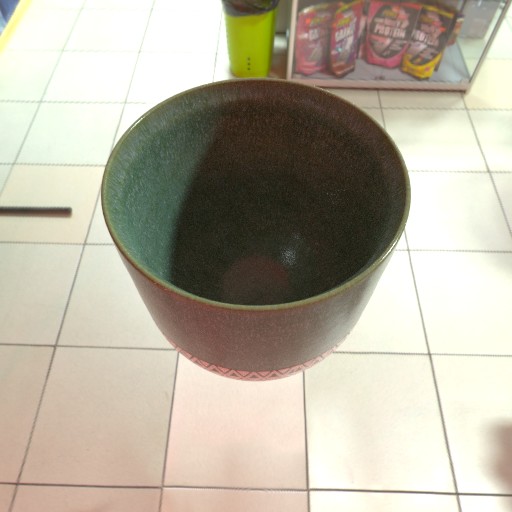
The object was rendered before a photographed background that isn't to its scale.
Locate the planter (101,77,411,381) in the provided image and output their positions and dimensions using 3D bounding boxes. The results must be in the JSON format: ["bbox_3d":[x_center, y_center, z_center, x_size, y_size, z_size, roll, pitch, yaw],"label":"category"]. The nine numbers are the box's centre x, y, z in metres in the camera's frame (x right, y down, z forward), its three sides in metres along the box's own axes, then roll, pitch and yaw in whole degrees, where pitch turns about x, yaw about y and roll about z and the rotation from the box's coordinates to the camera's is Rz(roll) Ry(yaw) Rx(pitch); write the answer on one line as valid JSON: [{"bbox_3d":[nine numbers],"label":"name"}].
[{"bbox_3d":[0.000,0.000,0.498,0.266,0.270,0.266,0,57,0],"label":"planter"}]
